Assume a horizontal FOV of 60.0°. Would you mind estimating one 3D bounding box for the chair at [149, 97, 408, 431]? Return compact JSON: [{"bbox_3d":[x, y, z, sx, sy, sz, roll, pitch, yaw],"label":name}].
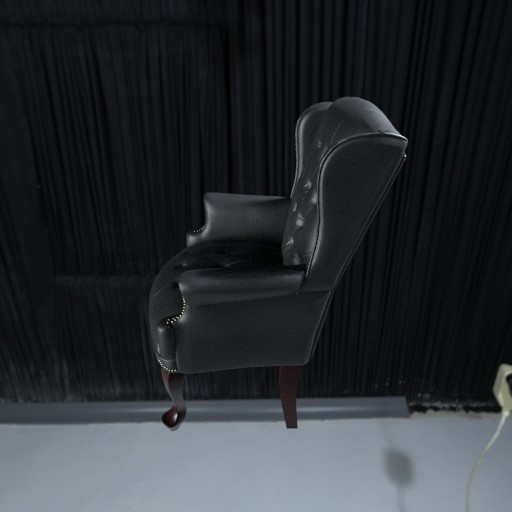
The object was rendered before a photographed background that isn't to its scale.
[{"bbox_3d":[0.000,0.000,1.680,0.822,1.133,0.831,0,26,0],"label":"chair"}]
